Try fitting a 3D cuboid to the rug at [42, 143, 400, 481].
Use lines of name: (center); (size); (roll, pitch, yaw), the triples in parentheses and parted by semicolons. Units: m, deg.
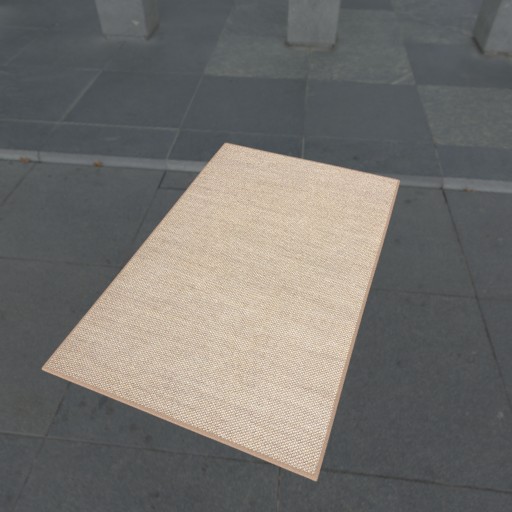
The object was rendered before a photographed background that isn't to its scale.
rug: (0.000, 0.000, 2.043); (1.061, 0.012, 1.668); (16, 48, 15)
